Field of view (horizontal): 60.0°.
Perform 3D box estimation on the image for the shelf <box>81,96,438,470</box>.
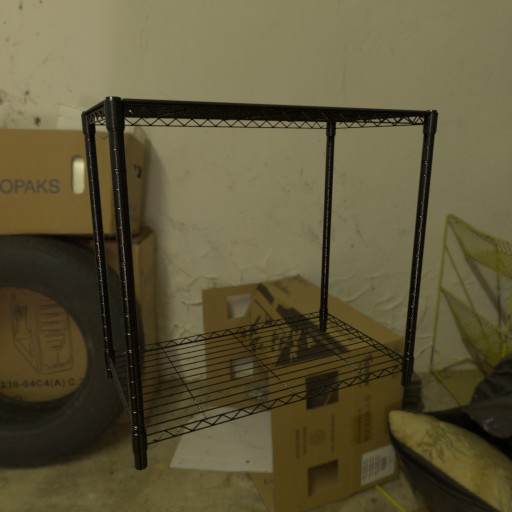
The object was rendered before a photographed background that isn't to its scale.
[{"bbox_3d":[0.000,0.000,0.902,0.589,0.564,0.338,-7,16,-25],"label":"shelf"}]
